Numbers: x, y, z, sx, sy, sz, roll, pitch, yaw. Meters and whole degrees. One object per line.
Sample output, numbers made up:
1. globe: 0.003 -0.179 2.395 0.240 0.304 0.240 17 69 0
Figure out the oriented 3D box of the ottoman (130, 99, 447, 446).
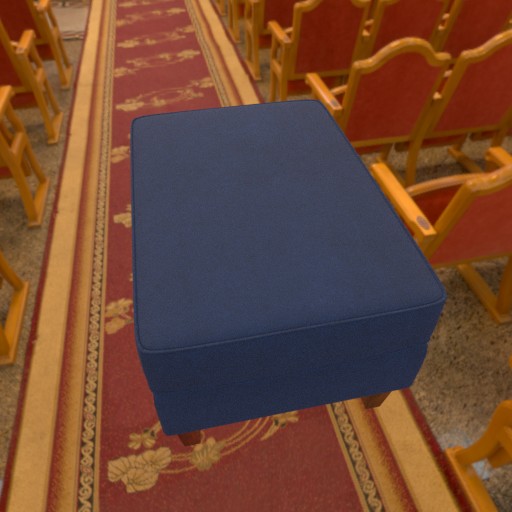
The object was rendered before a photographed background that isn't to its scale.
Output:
1. ottoman: 0.000 0.000 1.396 0.686 0.584 0.965 -8 46 -8
